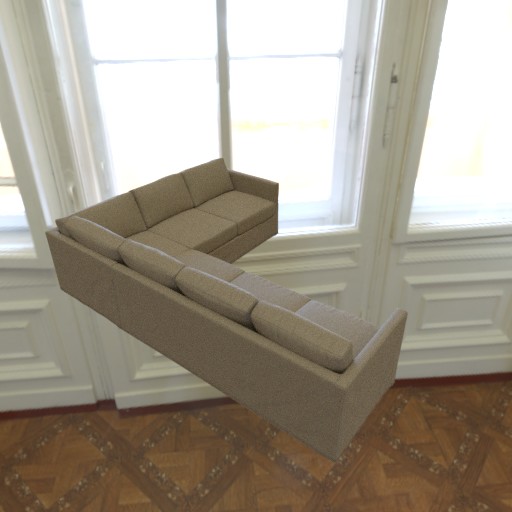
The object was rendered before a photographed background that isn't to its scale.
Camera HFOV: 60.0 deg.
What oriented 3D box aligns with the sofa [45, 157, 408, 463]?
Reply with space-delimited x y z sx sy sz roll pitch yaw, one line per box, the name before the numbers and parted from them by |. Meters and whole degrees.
sofa | 0.000 0.000 4.263 3.182 0.871 2.432 21 36 32
